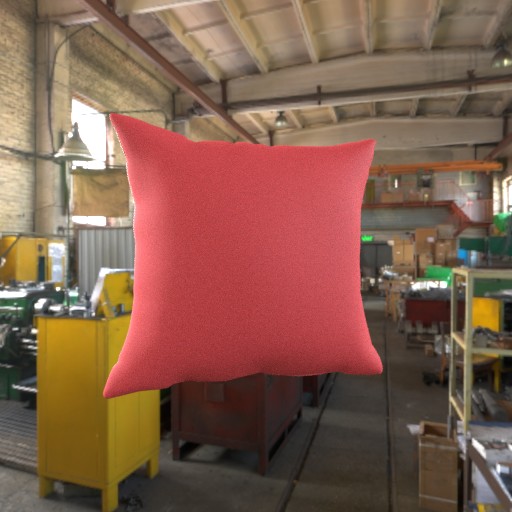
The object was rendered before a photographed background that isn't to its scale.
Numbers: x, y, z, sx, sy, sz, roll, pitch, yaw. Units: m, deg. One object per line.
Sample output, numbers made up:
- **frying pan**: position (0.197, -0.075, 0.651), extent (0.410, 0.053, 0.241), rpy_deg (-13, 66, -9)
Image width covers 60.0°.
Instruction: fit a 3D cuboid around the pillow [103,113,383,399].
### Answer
- **pillow**: position (0.000, 0.000, 0.857), extent (0.559, 0.501, 0.229), rpy_deg (0, 0, -18)
